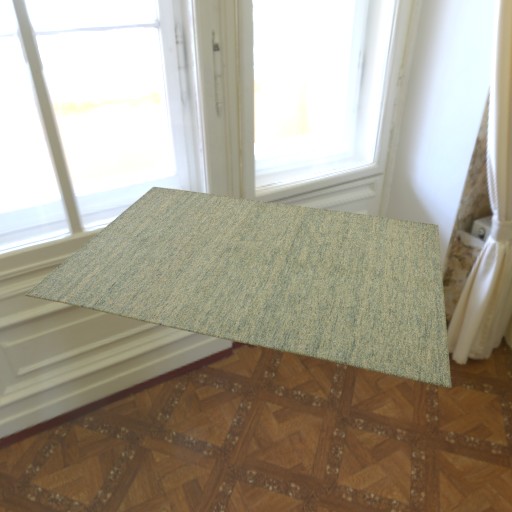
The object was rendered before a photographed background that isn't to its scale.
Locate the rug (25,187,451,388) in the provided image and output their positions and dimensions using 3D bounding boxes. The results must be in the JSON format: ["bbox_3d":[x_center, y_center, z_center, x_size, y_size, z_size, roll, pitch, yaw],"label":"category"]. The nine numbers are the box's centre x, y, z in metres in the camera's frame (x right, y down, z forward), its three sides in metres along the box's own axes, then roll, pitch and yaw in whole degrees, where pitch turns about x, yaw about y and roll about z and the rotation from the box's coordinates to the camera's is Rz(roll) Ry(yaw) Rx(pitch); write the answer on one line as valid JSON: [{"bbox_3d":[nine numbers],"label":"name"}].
[{"bbox_3d":[0.000,0.000,2.864,2.283,0.013,1.547,9,34,14],"label":"rug"}]
